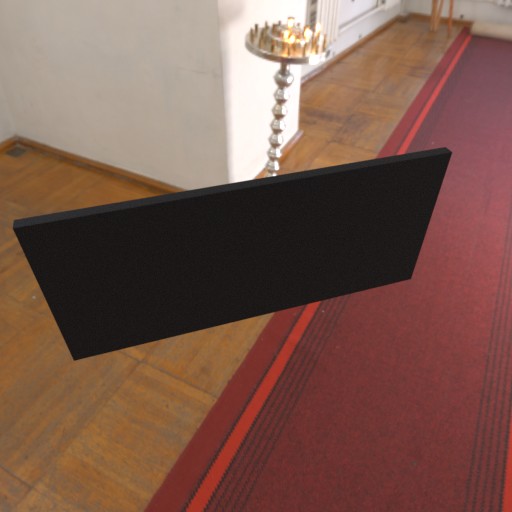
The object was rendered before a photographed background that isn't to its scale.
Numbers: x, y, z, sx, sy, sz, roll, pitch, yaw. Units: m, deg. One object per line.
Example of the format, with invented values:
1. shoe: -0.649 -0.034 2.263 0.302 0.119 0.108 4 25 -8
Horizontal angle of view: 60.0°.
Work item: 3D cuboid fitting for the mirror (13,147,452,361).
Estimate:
1. mirror: 0.000 0.000 1.785 1.584 0.692 0.047 -12 43 -13
